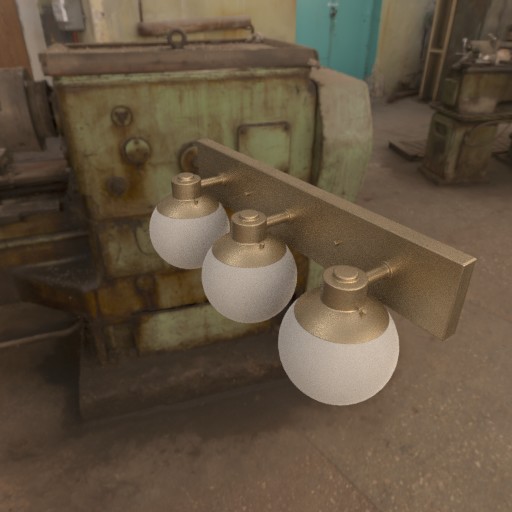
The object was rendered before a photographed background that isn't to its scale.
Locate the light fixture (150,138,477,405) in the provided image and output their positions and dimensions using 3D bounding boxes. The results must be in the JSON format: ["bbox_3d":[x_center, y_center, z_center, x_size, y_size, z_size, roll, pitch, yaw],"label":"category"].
[{"bbox_3d":[0.000,0.000,0.861,0.218,0.263,0.721,-20,36,-30],"label":"light fixture"}]
